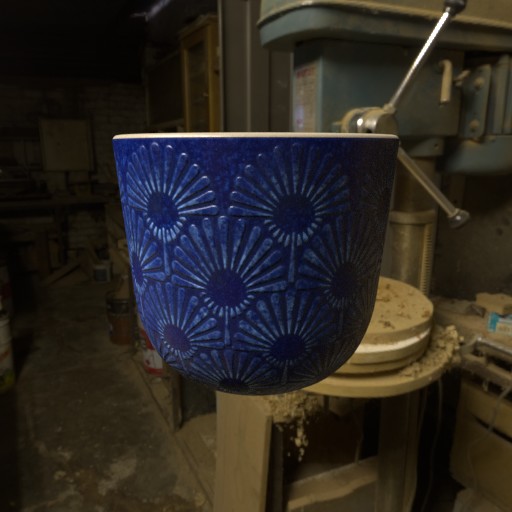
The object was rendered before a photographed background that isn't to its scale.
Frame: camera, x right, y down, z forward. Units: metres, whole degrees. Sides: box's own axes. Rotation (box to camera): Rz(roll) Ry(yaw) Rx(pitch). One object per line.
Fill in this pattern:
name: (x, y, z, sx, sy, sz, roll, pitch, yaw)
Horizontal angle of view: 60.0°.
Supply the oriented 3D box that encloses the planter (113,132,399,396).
planter: (0.000, 0.000, 0.292, 0.170, 0.153, 0.170, 0, 14, 0)
